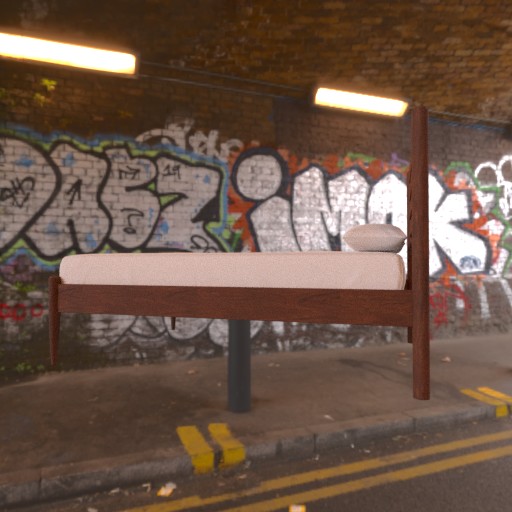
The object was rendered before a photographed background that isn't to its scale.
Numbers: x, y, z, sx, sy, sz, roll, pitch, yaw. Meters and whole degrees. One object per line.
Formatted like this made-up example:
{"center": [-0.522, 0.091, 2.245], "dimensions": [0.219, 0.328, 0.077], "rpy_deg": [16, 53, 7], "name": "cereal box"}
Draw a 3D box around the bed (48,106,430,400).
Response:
{"center": [0.000, 0.000, 2.988], "dimensions": [2.093, 1.304, 1.509], "rpy_deg": [0, -1, 18], "name": "bed"}
